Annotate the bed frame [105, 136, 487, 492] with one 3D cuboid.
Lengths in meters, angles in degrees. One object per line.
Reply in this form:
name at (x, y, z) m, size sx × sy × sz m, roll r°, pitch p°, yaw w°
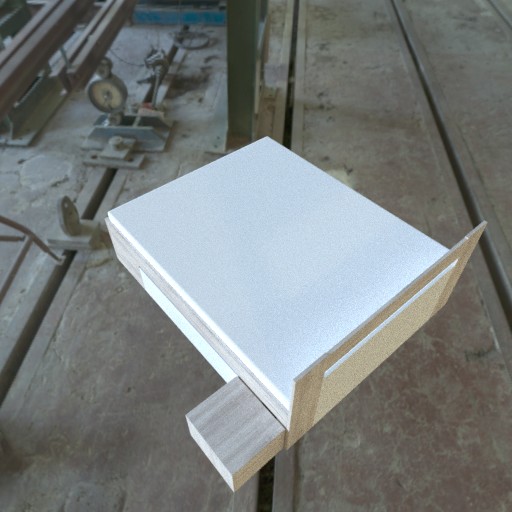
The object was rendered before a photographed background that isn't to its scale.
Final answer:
bed frame at (0.000, 0.000, 3.149) m, size 2.040 × 0.860 × 2.050 m, roll -32°, pitch 55°, yaw -26°
